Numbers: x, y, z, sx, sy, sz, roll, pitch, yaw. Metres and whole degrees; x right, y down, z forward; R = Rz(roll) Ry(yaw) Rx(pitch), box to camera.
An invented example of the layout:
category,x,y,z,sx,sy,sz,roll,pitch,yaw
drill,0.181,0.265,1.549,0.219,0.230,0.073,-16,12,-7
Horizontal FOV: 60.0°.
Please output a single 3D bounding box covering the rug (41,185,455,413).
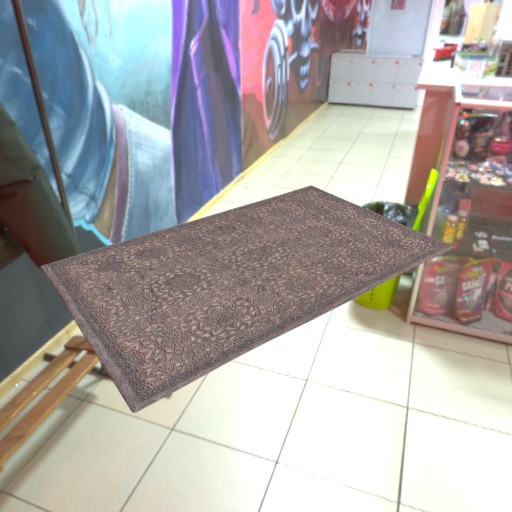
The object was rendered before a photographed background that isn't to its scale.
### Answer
category,x,y,z,sx,sy,sz,roll,pitch,yaw
rug,0.000,0.000,3.108,2.498,0.022,1.535,-21,36,-31
